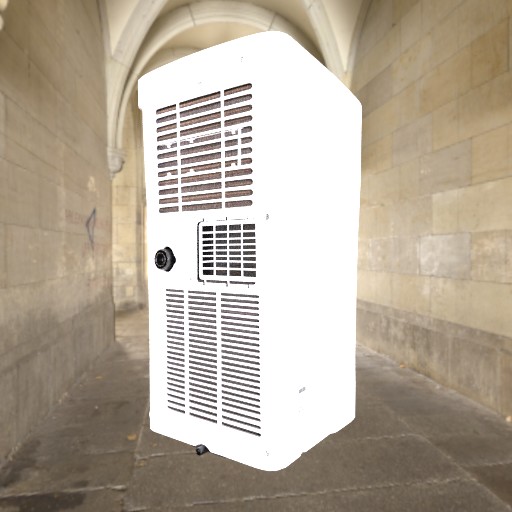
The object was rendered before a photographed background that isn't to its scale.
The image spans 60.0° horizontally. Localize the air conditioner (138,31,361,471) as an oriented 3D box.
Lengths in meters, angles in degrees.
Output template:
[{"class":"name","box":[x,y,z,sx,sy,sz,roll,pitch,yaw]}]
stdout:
[{"class":"air conditioner","box":[0.000,0.000,0.916,0.352,0.716,0.369,0,0,37]}]
